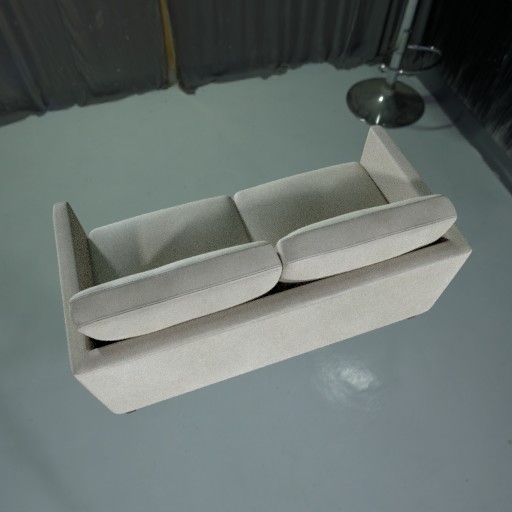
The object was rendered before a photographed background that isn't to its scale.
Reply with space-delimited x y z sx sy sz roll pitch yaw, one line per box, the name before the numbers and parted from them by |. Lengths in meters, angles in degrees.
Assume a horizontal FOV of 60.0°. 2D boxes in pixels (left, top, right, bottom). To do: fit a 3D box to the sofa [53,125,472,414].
sofa | 0.000 0.000 2.333 1.846 0.940 0.950 -16 58 -10
